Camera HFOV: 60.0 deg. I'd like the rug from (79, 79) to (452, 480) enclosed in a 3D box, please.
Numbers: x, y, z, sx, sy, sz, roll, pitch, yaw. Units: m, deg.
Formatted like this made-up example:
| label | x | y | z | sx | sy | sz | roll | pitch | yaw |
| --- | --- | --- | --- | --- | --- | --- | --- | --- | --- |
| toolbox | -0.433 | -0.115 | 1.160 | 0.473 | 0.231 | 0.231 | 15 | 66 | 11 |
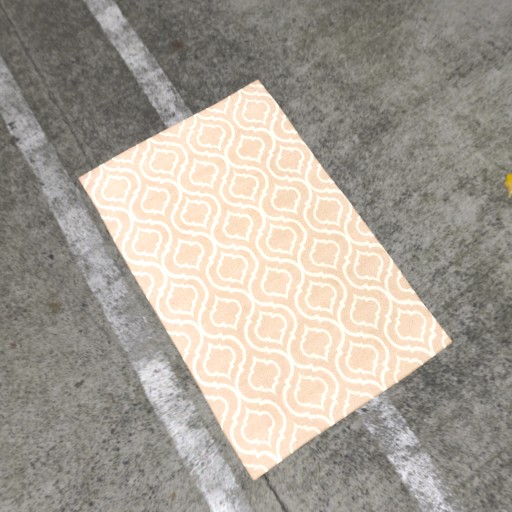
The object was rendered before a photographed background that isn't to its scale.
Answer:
| label | x | y | z | sx | sy | sz | roll | pitch | yaw |
| --- | --- | --- | --- | --- | --- | --- | --- | --- | --- |
| rug | 0.000 | 0.000 | 2.251 | 1.152 | 0.013 | 1.761 | -32 | 77 | -8 |
